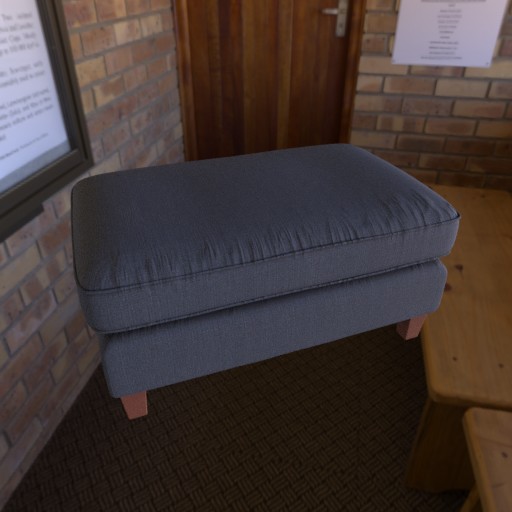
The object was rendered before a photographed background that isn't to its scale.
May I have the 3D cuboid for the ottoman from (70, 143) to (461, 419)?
[{"bbox_3d":[0.000,0.000,1.212,0.885,0.438,0.570,-11,34,-17],"label":"ottoman"}]
